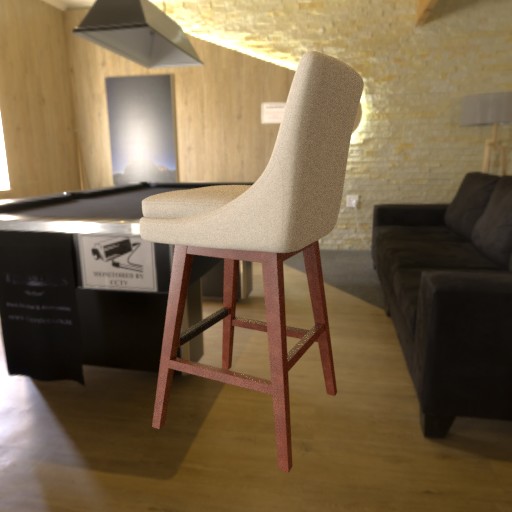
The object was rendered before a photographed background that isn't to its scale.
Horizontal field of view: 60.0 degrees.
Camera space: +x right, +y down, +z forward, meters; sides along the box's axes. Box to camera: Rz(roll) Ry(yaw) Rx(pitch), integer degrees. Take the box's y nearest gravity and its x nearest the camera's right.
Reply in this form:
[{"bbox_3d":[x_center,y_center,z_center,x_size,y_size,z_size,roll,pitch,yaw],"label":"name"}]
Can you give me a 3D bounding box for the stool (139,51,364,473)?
[{"bbox_3d":[0.000,0.000,1.400,0.559,1.092,0.470,7,15,26],"label":"stool"}]
